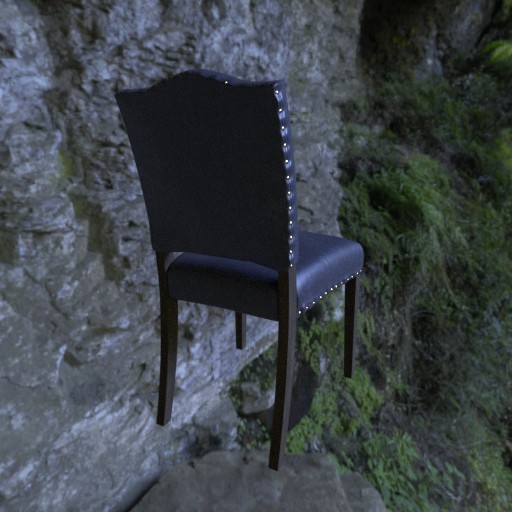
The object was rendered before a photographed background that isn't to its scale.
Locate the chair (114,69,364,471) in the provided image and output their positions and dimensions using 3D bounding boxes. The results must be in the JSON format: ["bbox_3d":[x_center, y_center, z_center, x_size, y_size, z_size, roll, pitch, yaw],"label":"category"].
[{"bbox_3d":[0.000,0.000,1.340,0.500,0.991,0.633,8,18,27],"label":"chair"}]
